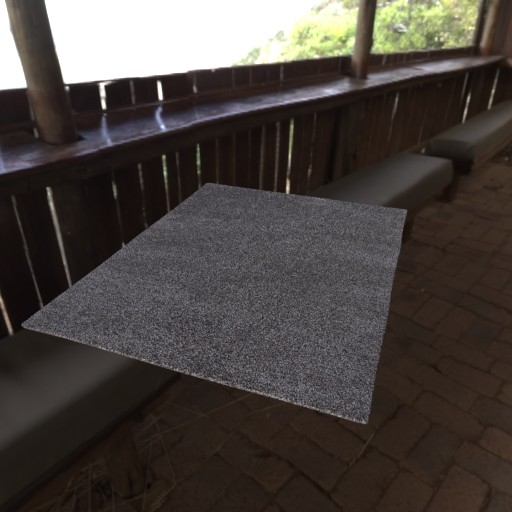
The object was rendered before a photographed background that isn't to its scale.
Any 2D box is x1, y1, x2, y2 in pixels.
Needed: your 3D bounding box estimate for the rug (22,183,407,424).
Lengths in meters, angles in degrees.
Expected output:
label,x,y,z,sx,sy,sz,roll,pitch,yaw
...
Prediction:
label,x,y,z,sx,sy,sz,roll,pitch,yaw
rug,0.000,0.000,3.962,2.401,0.025,3.000,10,31,18
